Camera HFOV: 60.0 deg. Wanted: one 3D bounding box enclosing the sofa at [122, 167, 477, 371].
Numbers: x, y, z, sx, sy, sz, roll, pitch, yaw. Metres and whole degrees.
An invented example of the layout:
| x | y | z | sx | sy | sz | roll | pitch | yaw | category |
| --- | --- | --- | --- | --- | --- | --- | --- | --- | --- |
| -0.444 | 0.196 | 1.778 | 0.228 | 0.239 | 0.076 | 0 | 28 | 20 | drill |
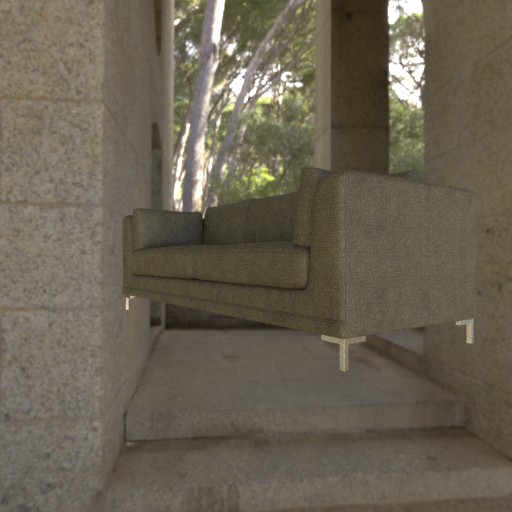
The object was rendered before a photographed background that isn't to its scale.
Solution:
| x | y | z | sx | sy | sz | roll | pitch | yaw | category |
| --- | --- | --- | --- | --- | --- | --- | --- | --- | --- |
| 0.000 | 0.000 | 2.891 | 0.969 | 0.867 | 2.415 | 0 | 0 | -36 | sofa |
